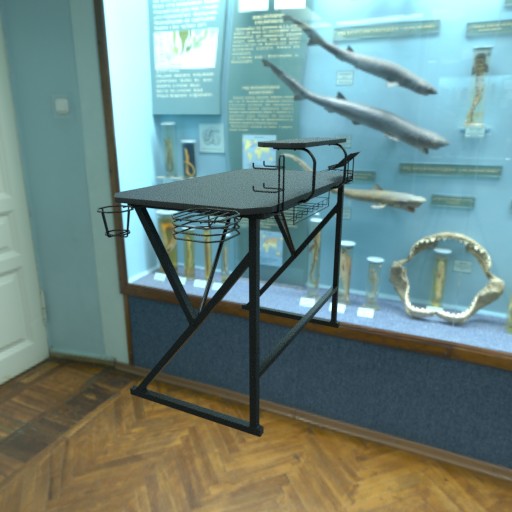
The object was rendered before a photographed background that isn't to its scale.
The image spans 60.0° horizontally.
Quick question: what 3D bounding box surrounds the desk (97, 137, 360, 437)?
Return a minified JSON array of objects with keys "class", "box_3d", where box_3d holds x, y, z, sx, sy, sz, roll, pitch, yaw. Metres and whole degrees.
[{"class":"desk","box_3d":[0.000,0.000,1.723,0.580,0.880,1.290,8,18,25]}]
